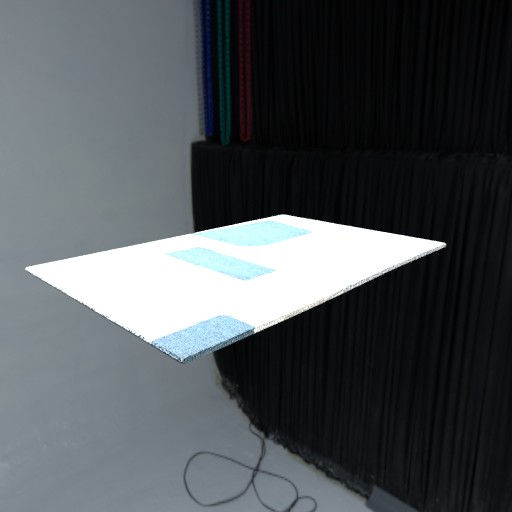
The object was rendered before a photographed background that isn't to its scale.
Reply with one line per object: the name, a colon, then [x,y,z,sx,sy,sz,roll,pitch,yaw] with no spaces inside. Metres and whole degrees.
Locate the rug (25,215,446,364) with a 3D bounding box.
rug: [0.000,0.000,2.303,1.238,0.020,1.847,15,22,42]
